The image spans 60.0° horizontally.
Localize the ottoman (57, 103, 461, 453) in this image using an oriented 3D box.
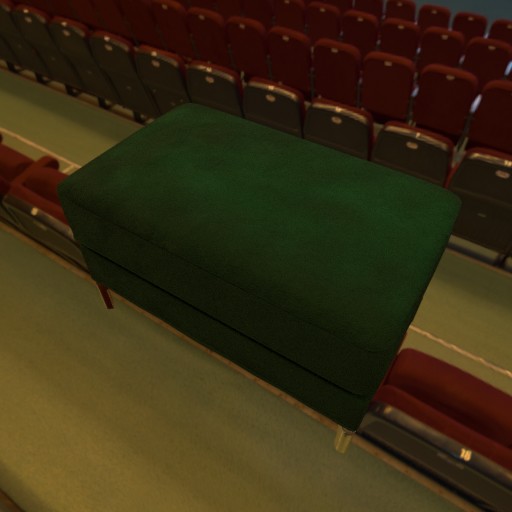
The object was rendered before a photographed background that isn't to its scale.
[{"bbox_3d":[0.000,0.000,1.241,0.886,0.533,0.536,25,52,22],"label":"ottoman"}]
